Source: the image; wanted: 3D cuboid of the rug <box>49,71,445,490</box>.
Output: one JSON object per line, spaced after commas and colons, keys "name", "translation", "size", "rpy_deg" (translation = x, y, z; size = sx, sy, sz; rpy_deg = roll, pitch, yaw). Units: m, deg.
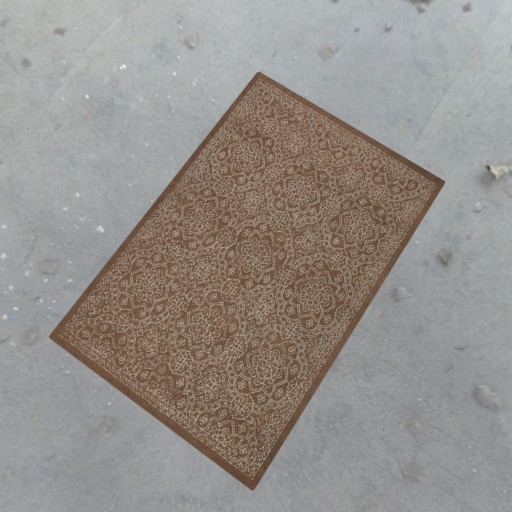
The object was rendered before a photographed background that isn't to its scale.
{"name": "rug", "translation": [0.000, 0.000, 2.275], "size": [1.219, 0.010, 1.829], "rpy_deg": [33, 78, 8]}
